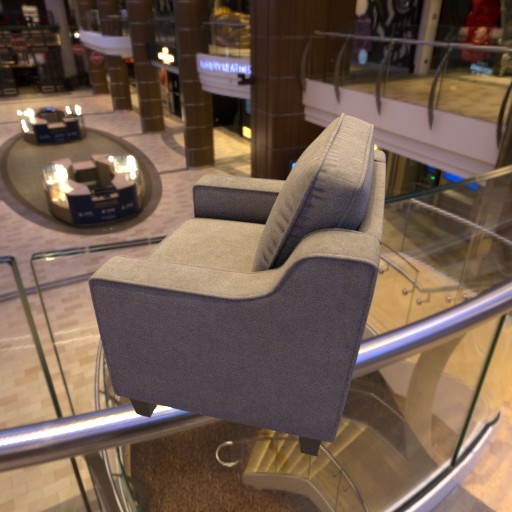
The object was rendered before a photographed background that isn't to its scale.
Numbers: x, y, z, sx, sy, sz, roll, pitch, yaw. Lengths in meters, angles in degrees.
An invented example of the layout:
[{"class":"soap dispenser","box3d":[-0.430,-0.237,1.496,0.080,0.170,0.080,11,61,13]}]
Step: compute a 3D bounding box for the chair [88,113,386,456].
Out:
[{"class":"chair","box3d":[0.000,0.000,1.629,0.840,0.944,0.926,8,30,13]}]
